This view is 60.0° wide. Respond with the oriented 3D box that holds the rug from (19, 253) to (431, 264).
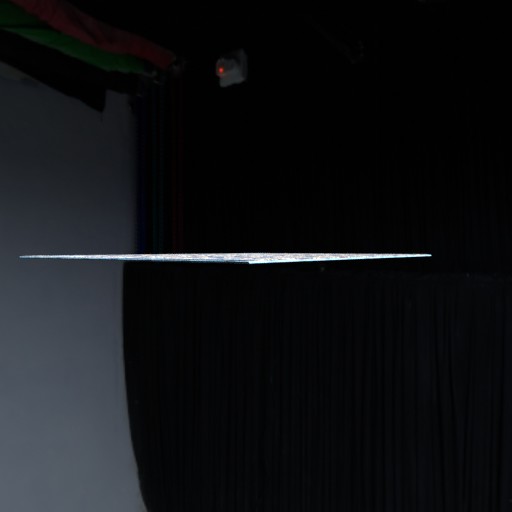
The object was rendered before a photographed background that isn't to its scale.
[{"bbox_3d":[0.000,0.000,2.826,1.567,0.014,2.207,1,1,36],"label":"rug"}]
